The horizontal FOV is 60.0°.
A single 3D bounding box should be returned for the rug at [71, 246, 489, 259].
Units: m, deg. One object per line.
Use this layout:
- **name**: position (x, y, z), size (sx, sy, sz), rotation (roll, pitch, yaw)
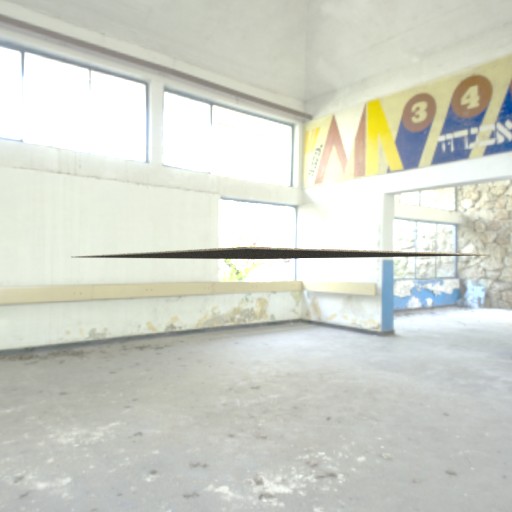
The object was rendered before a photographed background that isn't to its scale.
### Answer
- **rug**: position (0.000, 0.000, 4.061), size (2.441, 0.011, 3.050), rotation (1, -2, -37)
